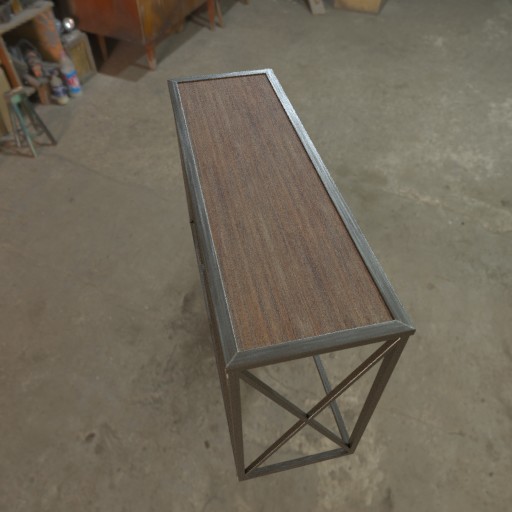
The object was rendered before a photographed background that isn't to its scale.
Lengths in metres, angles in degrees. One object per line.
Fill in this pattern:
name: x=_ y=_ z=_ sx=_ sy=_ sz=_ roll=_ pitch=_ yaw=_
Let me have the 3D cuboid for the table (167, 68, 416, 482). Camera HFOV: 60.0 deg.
table: x=0.000 y=0.000 z=1.562 sx=0.402 sy=0.753 sz=1.216 roll=-10 pitch=49 yaw=-9
